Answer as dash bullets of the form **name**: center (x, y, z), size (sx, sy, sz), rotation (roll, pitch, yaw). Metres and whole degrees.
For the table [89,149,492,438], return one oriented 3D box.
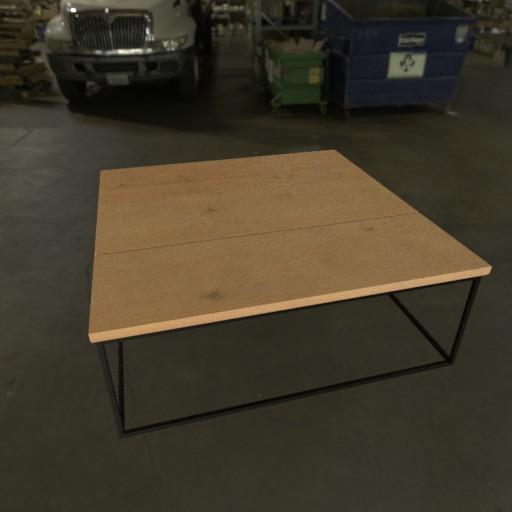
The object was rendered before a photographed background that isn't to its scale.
- **table**: center (0.000, 0.000, 1.702), size (1.100, 0.400, 1.100), rotation (-8, 32, -13)
